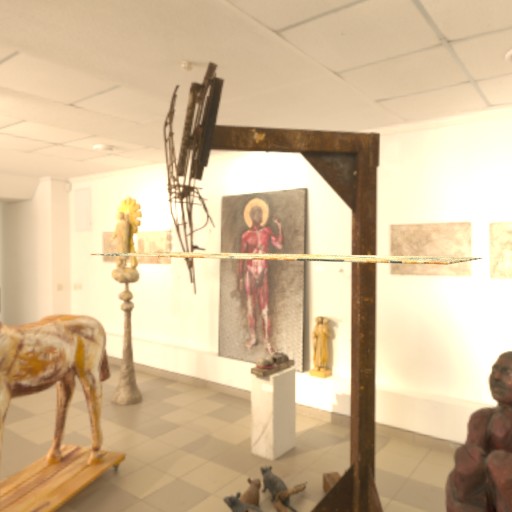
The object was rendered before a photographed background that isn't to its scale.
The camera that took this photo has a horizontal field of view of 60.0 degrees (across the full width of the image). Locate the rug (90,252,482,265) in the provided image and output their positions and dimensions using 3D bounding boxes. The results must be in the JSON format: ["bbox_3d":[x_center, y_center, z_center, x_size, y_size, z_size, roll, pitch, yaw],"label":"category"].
[{"bbox_3d":[0.000,0.000,2.769,2.437,0.010,0.783,1,2,36],"label":"rug"}]
